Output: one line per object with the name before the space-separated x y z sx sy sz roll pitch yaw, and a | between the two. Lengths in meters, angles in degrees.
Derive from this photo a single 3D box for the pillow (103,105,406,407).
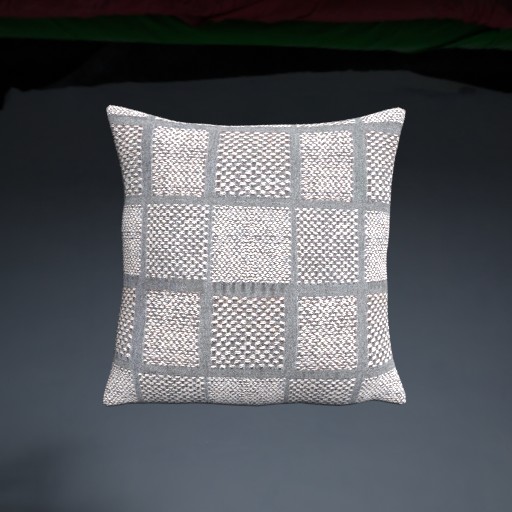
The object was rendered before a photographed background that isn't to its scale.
pillow | 0.000 0.000 0.638 0.435 0.432 0.138 0 0 -1
